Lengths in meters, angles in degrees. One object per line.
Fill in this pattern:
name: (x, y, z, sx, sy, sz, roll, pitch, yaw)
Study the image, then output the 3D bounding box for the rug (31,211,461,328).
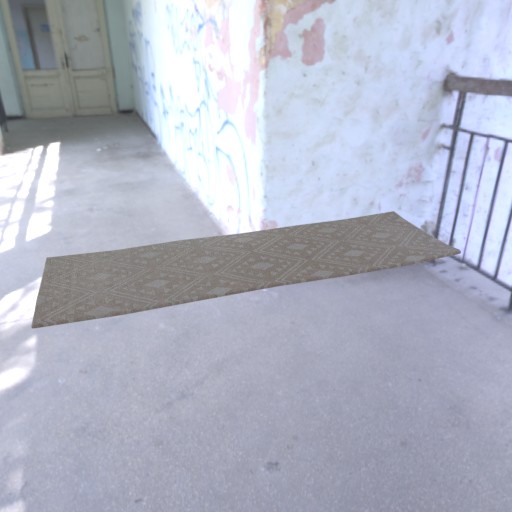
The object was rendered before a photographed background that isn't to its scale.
rug: (0.000, 0.000, 2.726, 2.452, 0.051, 0.752, -8, 28, -16)
